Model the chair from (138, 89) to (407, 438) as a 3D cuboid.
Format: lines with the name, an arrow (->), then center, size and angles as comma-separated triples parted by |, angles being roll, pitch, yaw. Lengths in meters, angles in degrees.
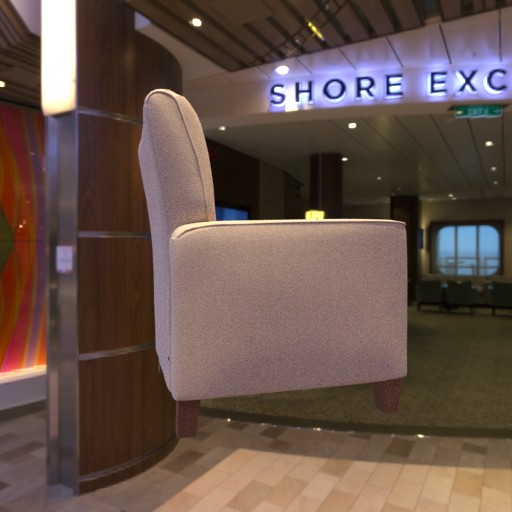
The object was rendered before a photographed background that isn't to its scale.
chair -> 0.000, 0.000, 1.698 | 0.858, 1.023, 0.841 | 0, 1, -17
